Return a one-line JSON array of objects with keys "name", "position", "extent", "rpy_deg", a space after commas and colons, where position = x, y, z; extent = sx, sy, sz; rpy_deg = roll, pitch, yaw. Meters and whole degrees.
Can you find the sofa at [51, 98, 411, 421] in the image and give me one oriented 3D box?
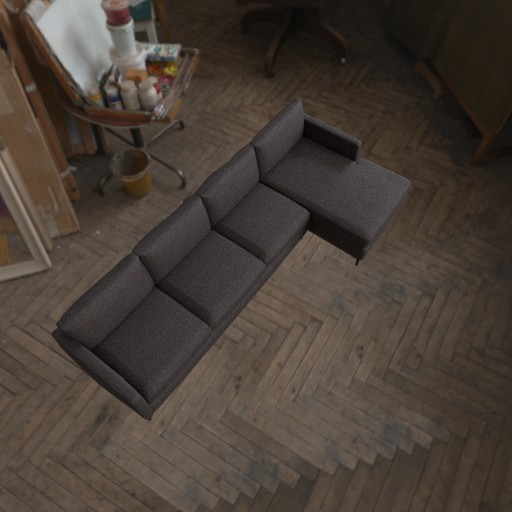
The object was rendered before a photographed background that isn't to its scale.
[{"name": "sofa", "position": [0.000, 0.000, 3.915], "extent": [1.483, 0.892, 3.221], "rpy_deg": [33, 64, 18]}]
